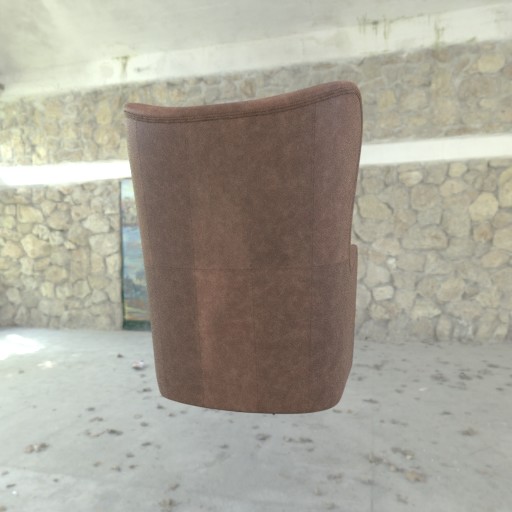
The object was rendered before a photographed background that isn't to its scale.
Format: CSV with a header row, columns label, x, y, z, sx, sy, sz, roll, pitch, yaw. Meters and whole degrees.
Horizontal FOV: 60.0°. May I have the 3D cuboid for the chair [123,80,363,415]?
label,x,y,z,sx,sy,sz,roll,pitch,yaw
chair,0.000,0.000,1.745,0.831,1.079,0.930,0,0,16
